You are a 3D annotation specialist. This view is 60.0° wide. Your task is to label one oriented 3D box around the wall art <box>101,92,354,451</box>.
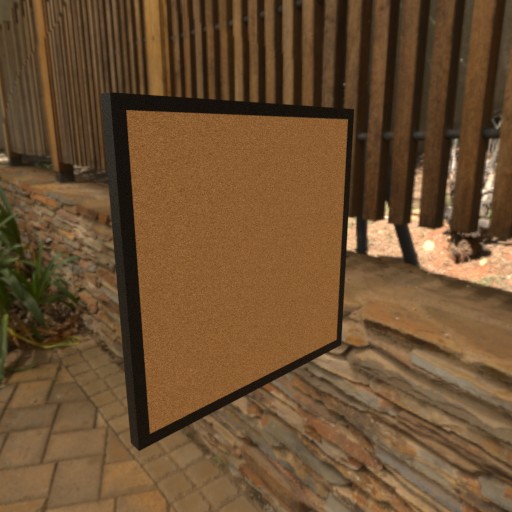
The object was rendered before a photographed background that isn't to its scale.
[{"bbox_3d":[0.000,0.000,1.165,0.762,0.762,0.038,-14,21,-42],"label":"wall art"}]
